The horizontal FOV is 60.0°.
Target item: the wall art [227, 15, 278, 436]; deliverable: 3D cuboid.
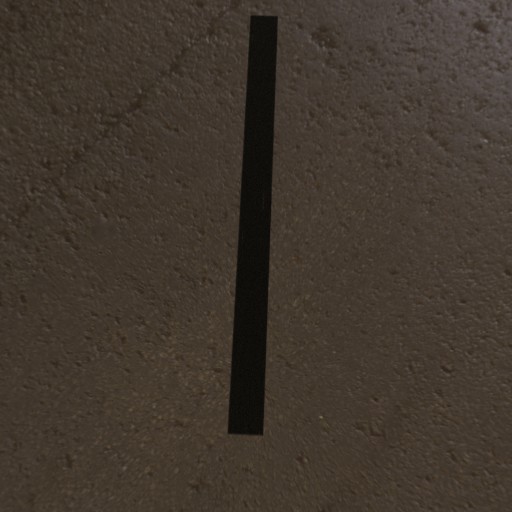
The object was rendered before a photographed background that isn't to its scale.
[{"bbox_3d":[0.000,0.000,0.749,0.036,0.506,0.506,2,75,1],"label":"wall art"}]
